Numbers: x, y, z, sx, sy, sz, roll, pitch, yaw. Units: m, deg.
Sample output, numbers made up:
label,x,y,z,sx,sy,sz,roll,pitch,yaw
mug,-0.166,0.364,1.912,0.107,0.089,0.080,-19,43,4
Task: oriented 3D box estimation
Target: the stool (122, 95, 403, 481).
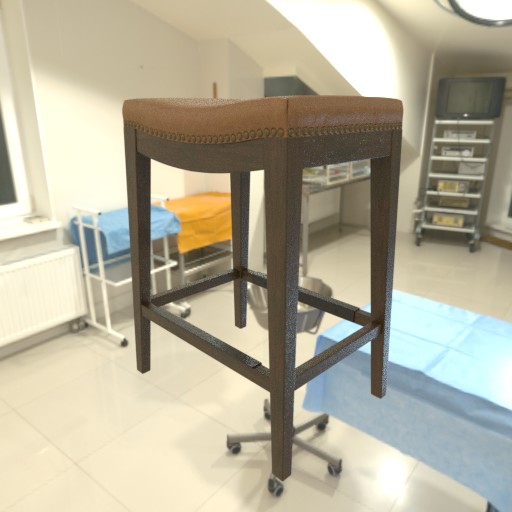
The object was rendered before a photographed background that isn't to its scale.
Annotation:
label,x,y,z,sx,sy,sz,roll,pitch,yaw
stool,0.000,0.000,0.977,0.361,0.660,0.500,-18,26,-42
